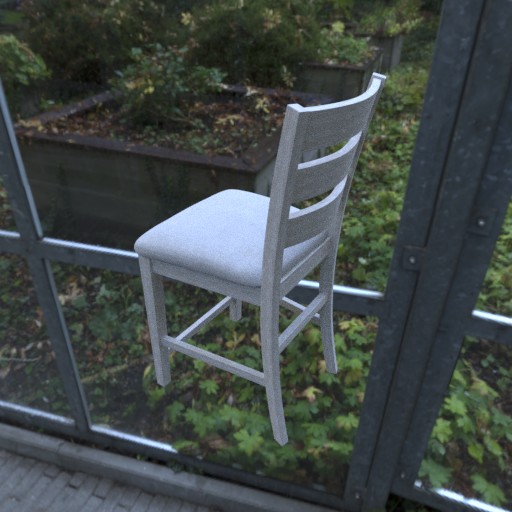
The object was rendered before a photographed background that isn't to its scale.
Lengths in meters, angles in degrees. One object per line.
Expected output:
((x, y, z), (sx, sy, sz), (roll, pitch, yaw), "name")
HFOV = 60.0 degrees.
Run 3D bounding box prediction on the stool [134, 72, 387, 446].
((0.000, 0.000, 1.355), (0.569, 1.032, 0.484), (20, 37, 29), "stool")
